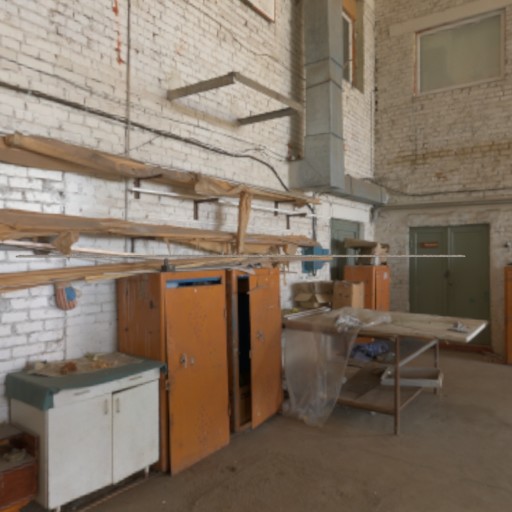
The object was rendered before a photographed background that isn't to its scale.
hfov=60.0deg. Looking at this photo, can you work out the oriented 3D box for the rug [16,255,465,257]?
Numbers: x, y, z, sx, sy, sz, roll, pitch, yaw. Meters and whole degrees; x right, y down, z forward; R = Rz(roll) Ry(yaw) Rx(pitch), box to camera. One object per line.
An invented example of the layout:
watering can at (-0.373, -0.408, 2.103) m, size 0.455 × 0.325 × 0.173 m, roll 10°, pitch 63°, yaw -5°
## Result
rug at (0.000, 0.000, 2.386) m, size 2.196 × 0.011 × 0.662 m, roll 0°, pitch 0°, yaw -19°
